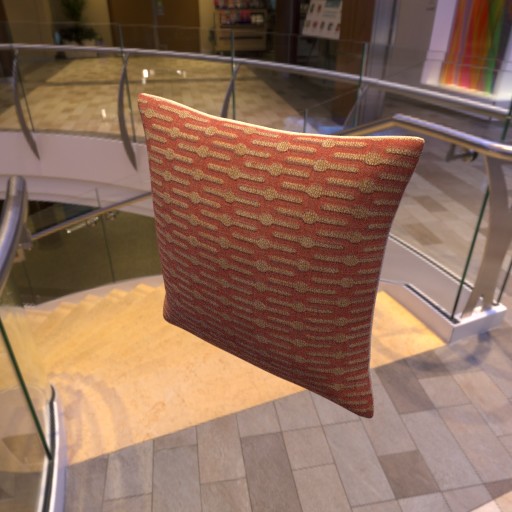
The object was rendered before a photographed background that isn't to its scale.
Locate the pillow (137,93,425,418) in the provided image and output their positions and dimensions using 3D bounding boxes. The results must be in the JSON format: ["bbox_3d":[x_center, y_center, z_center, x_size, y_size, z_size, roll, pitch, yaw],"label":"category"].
[{"bbox_3d":[0.000,0.000,0.792,0.511,0.503,0.182,19,36,29],"label":"pillow"}]
